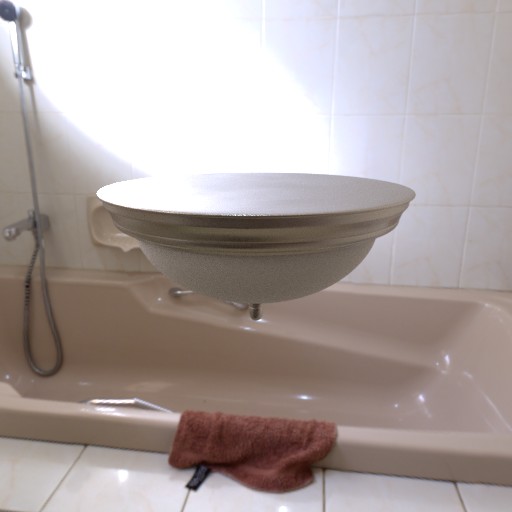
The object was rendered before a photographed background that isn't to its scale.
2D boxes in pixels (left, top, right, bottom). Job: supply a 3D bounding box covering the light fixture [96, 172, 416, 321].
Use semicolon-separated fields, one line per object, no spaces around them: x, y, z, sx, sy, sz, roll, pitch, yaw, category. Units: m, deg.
0.000;0.000;0.430;0.280;0.135;0.280;0;16;0;light fixture
